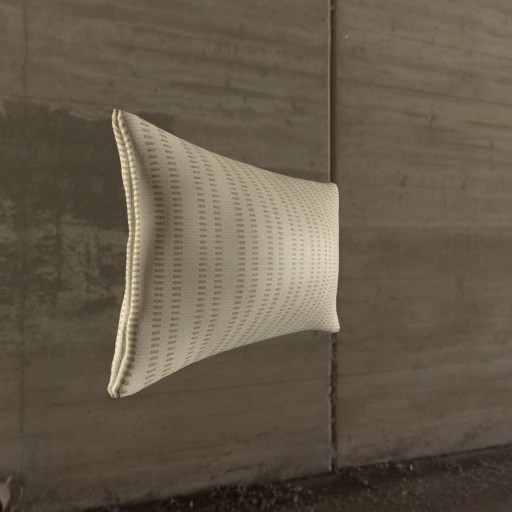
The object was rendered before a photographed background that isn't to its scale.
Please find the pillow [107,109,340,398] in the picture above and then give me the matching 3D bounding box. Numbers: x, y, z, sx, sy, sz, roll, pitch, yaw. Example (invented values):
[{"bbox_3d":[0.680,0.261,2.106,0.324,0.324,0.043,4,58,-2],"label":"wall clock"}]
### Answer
[{"bbox_3d":[0.000,0.000,0.797,0.210,0.353,0.640,0,-1,35],"label":"pillow"}]
